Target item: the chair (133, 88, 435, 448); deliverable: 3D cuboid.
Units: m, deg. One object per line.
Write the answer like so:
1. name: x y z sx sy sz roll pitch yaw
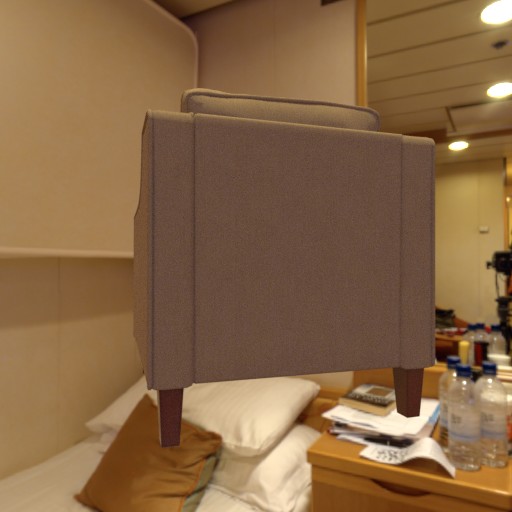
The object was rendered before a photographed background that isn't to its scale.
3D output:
1. chair: 0.000 0.000 1.606 0.831 0.960 0.909 0 -1 -18
